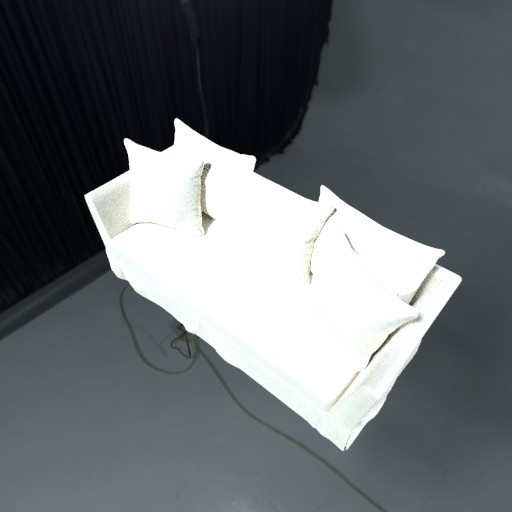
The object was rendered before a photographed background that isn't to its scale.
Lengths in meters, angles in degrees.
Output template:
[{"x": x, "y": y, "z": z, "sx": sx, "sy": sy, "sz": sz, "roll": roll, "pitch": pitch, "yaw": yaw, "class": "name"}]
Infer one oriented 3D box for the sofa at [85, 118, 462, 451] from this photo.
[{"x": 0.000, "y": 0.000, "z": 2.943, "sx": 2.290, "sy": 1.034, "sz": 1.031, "roll": 32, "pitch": 54, "yaw": 27, "class": "sofa"}]
